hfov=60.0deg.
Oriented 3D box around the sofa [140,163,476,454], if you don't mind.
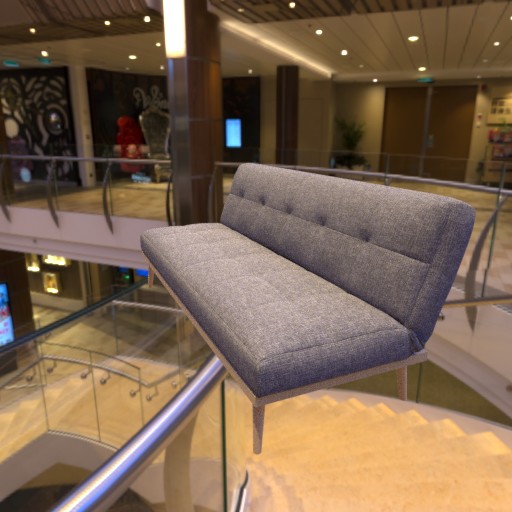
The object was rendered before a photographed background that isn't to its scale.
[{"bbox_3d":[0.000,0.000,2.181,0.820,0.770,1.820,-7,18,-23],"label":"sofa"}]
